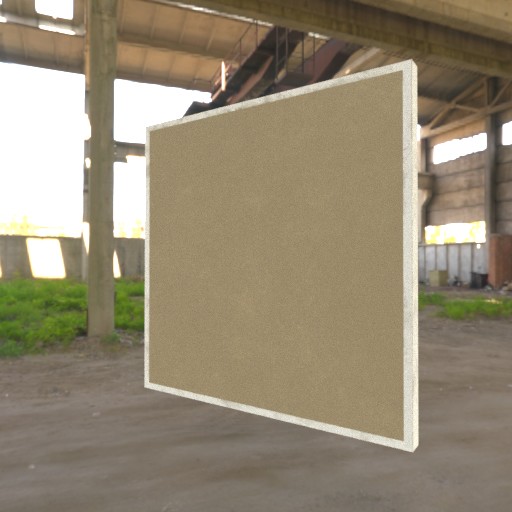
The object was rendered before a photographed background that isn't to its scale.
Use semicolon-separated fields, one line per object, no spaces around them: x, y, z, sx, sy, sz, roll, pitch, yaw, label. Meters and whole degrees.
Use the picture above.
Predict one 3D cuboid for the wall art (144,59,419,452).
0.000;0.000;1.086;0.760;0.757;0.038;0;-1;35;wall art
